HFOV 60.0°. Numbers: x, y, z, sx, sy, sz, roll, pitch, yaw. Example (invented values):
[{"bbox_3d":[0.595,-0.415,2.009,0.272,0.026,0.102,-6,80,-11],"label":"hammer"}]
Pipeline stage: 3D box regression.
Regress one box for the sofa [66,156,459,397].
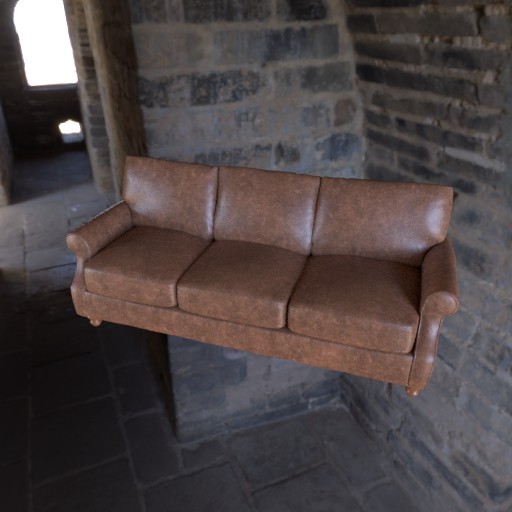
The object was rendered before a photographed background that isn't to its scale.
[{"bbox_3d":[0.000,0.000,2.825,2.351,0.977,0.973,9,29,16],"label":"sofa"}]
